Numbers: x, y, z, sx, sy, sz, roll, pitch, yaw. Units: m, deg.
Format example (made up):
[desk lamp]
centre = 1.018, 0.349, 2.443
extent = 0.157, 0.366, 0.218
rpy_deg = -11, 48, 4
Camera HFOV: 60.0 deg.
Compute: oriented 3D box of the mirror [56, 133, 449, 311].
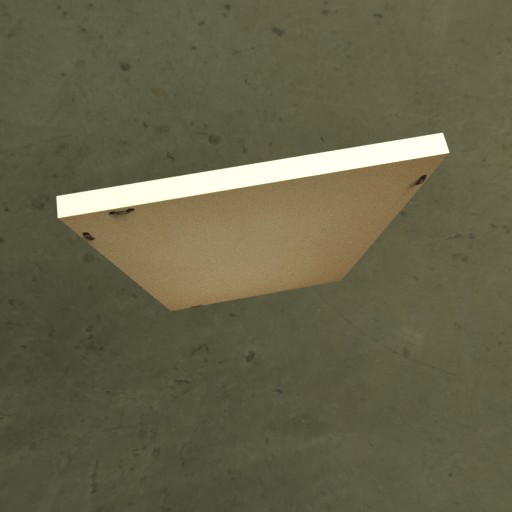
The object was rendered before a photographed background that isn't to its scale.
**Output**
[mirror]
centre = 0.000, 0.000, 1.122
extent = 0.609, 0.914, 0.041
rpy_deg = -10, 74, -3
